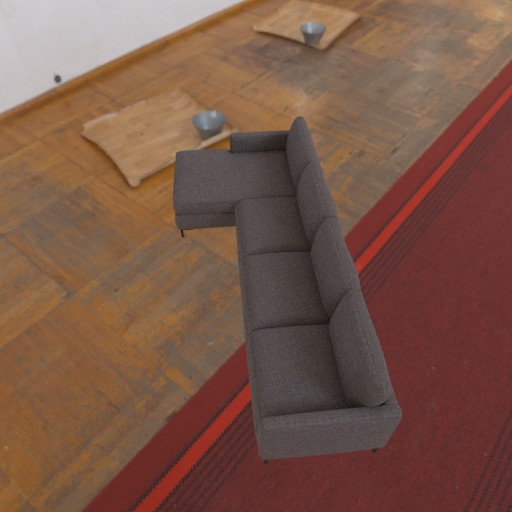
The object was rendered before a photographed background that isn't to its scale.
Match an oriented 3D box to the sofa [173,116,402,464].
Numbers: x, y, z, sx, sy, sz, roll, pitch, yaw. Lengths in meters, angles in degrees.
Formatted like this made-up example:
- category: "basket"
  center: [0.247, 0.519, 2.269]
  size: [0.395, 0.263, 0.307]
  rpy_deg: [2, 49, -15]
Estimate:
- category: "sofa"
  center: [0.000, 0.000, 3.241]
  size: [1.258, 0.754, 2.731]
  rpy_deg: [-4, 48, -4]
